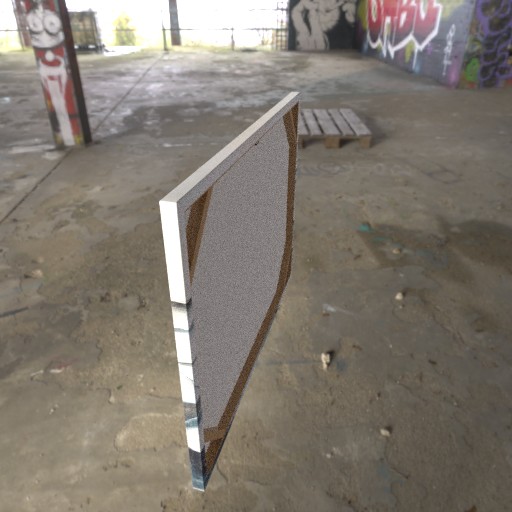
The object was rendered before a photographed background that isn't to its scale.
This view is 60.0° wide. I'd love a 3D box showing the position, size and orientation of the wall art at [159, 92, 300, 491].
[{"bbox_3d":[0.000,0.000,1.581,0.039,0.915,1.219,8,31,14],"label":"wall art"}]
